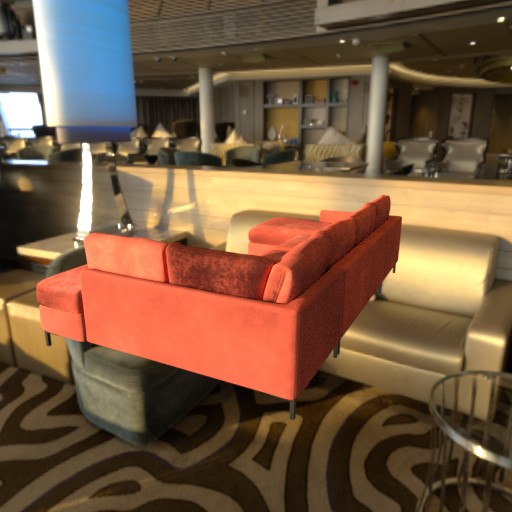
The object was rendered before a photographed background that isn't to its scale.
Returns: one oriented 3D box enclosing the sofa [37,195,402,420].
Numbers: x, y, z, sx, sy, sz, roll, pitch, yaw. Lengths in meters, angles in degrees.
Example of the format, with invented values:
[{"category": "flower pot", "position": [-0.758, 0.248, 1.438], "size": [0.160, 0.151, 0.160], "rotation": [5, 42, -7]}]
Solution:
[{"category": "sofa", "position": [0.000, 0.000, 3.909], "size": [1.981, 0.858, 2.971], "rotation": [8, 18, 26]}]
